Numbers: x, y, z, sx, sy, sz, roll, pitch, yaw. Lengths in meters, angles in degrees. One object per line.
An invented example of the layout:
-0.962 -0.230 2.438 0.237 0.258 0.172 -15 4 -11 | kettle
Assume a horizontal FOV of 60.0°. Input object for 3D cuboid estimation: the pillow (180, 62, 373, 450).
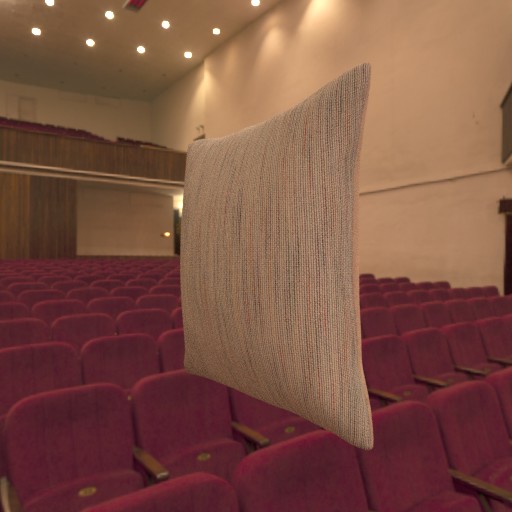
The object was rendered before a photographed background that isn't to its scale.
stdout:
0.000 0.000 0.777 0.178 0.506 0.512 1 -1 -36 | pillow
